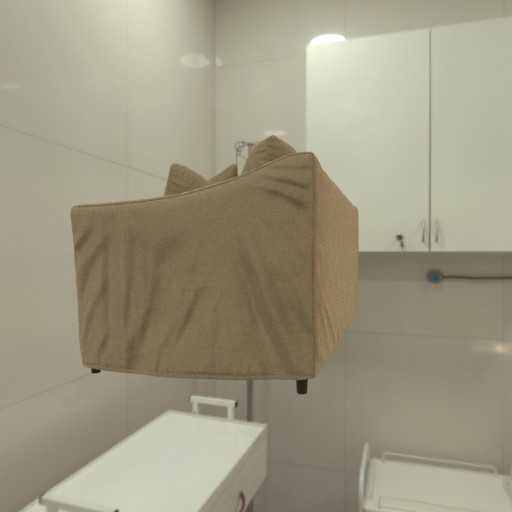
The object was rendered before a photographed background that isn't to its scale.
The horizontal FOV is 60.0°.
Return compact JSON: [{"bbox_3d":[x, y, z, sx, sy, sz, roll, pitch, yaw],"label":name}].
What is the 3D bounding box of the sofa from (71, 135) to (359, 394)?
[{"bbox_3d":[0.000,0.000,2.645,1.072,1.018,2.010,0,0,17],"label":"sofa"}]
